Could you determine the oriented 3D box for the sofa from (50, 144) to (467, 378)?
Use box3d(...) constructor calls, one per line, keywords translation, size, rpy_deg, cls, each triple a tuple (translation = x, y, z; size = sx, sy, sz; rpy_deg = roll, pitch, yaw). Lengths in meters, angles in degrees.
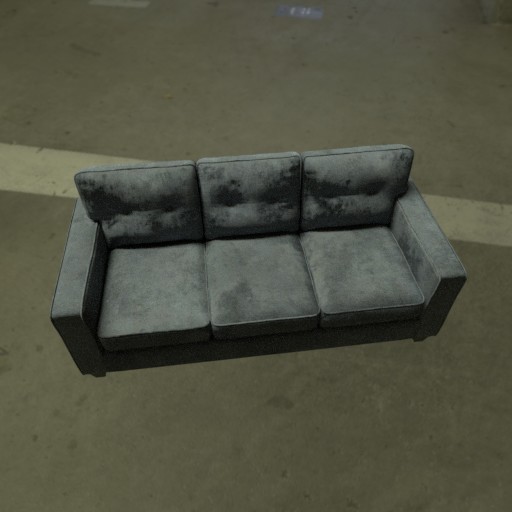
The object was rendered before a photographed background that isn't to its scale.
box3d(translation=(0.000, 0.000, 2.627), size=(2.133, 0.965, 0.939), rpy_deg=(-5, 47, -5), cls="sofa")
